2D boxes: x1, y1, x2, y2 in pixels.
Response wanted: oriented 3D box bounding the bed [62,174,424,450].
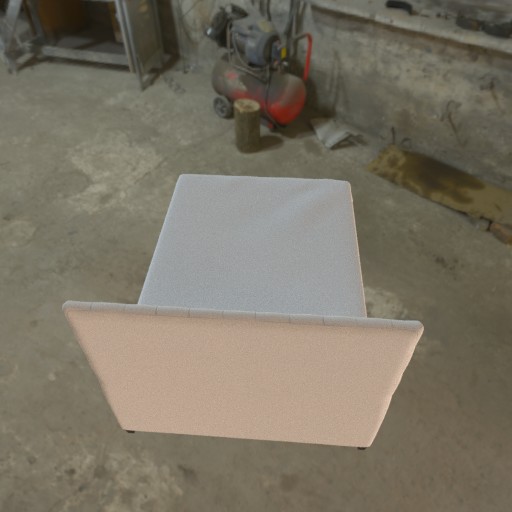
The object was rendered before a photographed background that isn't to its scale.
[{"bbox_3d":[0.000,0.000,3.293,1.696,1.426,2.233,3,46,3],"label":"bed"}]
